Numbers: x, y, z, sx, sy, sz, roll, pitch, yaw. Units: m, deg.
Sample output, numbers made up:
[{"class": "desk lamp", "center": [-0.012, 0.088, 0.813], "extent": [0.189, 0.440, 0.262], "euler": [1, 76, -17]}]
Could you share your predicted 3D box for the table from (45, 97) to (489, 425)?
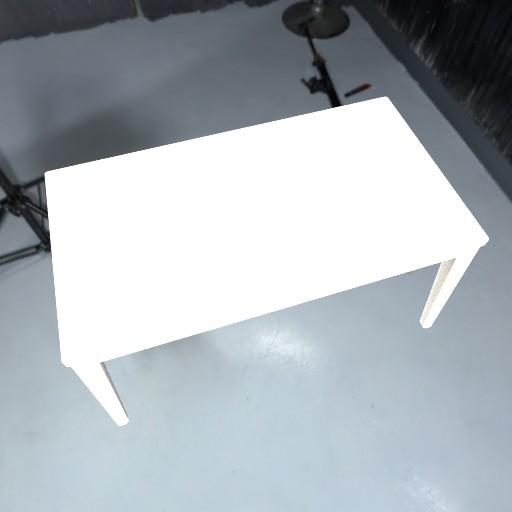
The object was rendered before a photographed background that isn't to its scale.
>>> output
[{"class": "table", "center": [0.000, 0.000, 2.041], "extent": [1.600, 0.760, 0.900], "euler": [-15, 59, -9]}]
